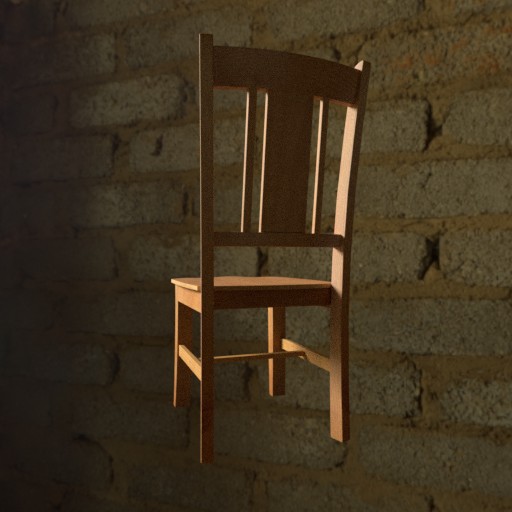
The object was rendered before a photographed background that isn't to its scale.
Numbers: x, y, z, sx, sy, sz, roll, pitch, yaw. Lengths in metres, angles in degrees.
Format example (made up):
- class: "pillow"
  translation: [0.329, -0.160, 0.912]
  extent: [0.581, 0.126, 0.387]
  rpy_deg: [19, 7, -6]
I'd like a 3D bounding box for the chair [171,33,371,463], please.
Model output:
- class: "chair"
  translation: [0.000, 0.000, 1.305]
  extent: [0.450, 0.998, 0.556]
  rpy_deg: [0, 0, -20]
